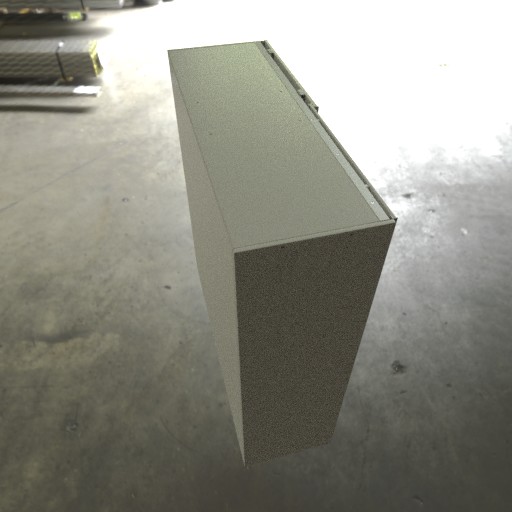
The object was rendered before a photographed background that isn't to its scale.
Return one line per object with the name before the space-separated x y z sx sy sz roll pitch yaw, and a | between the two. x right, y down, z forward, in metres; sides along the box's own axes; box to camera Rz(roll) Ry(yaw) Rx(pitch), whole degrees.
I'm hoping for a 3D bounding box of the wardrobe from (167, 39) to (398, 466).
wardrobe | 0.000 0.000 2.812 0.629 1.960 1.780 -11 47 -10
